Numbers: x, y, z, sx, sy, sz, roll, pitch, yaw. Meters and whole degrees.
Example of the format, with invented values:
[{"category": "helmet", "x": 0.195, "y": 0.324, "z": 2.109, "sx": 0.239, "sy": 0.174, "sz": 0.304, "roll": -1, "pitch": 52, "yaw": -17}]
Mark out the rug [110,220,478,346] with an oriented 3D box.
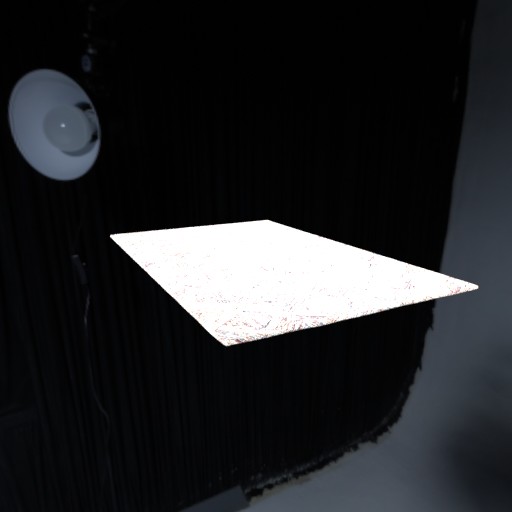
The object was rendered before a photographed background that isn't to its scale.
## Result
[{"category": "rug", "x": 0.000, "y": 0.000, "z": 2.300, "sx": 1.143, "sy": 0.014, "sz": 1.761, "roll": -8, "pitch": 16, "yaw": -27}]
